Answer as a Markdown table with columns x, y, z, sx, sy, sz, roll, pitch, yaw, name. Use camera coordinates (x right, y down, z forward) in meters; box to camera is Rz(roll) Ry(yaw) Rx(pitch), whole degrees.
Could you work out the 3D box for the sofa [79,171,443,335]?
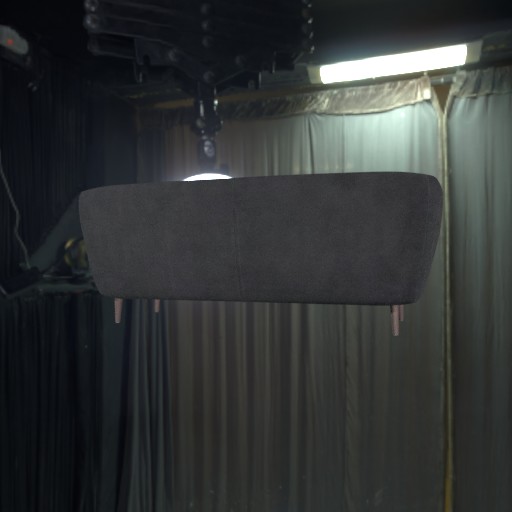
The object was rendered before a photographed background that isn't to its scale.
| x | y | z | sx | sy | sz | roll | pitch | yaw | name |
| --- | --- | --- | --- | --- | --- | --- | --- | --- | --- |
| 0.000 | 0.000 | 2.896 | 2.296 | 0.875 | 0.956 | 0 | 0 | 16 | sofa |
